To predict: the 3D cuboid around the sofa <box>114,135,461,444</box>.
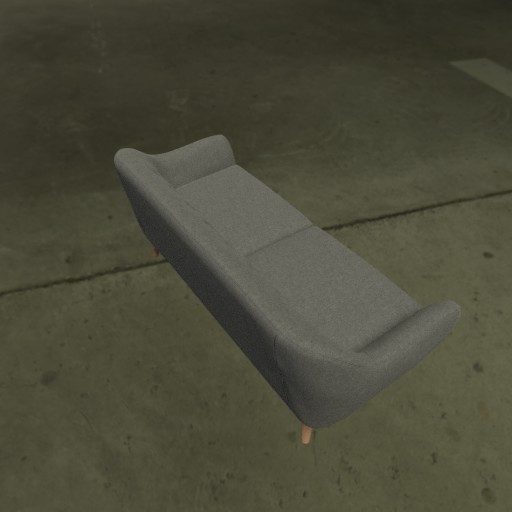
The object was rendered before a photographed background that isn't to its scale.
[{"bbox_3d":[0.000,0.000,2.265,0.820,0.820,1.840,-26,48,-25],"label":"sofa"}]
